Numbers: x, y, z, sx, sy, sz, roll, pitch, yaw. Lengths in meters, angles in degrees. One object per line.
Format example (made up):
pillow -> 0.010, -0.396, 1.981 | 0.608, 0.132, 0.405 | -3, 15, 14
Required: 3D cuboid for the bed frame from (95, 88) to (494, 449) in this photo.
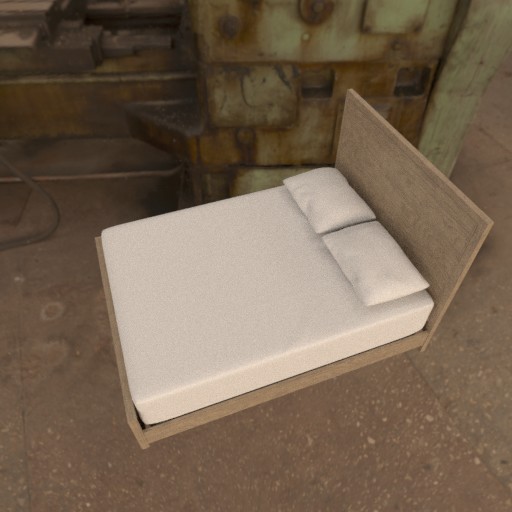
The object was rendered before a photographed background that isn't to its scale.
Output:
bed frame -> 0.000, 0.000, 3.185 | 2.189, 1.369, 1.606 | -15, 50, -14
